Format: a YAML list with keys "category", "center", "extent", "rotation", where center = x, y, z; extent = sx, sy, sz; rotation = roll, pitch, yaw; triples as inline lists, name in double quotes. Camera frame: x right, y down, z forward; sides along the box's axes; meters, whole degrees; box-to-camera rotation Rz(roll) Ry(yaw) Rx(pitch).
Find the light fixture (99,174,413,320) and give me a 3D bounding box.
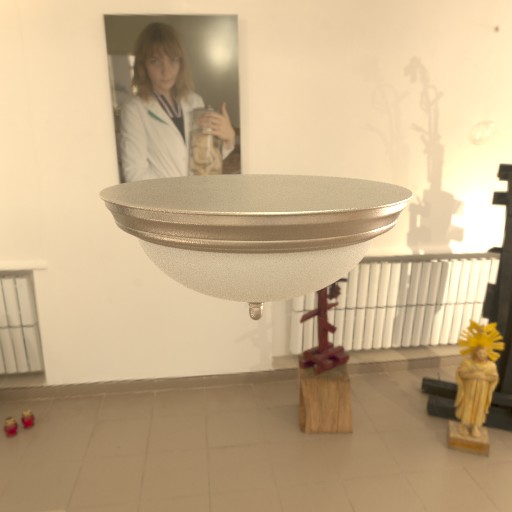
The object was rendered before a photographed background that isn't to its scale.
- category: "light fixture"
  center: [0.000, 0.000, 0.434]
  extent: [0.280, 0.135, 0.280]
  rotation: [0, 15, 0]
